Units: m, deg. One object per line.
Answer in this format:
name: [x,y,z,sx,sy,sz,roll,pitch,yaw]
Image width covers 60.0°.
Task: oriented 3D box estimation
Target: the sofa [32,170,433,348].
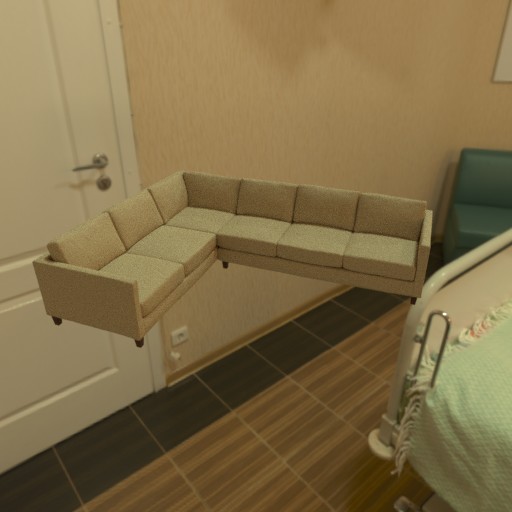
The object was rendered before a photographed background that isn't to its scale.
sofa: [0.000,0.000,4.384,3.182,0.863,2.432,10,30,18]
